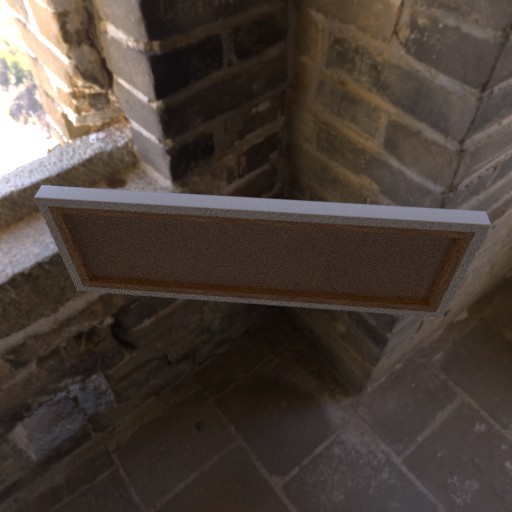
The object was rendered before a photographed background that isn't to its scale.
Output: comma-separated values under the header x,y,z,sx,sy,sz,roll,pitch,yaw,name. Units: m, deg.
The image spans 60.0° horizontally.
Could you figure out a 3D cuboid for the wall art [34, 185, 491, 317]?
x,y,z,sx,sy,sz,roll,pitch,yaw,name
0.000,0.000,0.845,0.766,0.256,0.036,4,47,4,wall art
